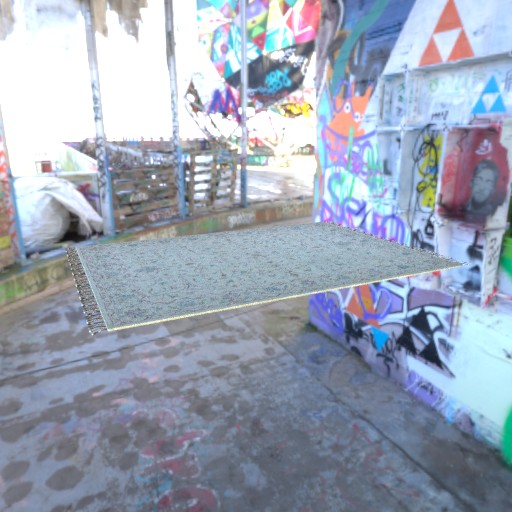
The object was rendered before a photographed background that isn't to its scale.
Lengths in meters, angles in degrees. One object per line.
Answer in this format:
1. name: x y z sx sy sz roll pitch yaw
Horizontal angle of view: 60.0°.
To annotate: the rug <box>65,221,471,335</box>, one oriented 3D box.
1. rug: 0.000 0.000 2.354 1.802 0.008 1.247 -8 17 -25
